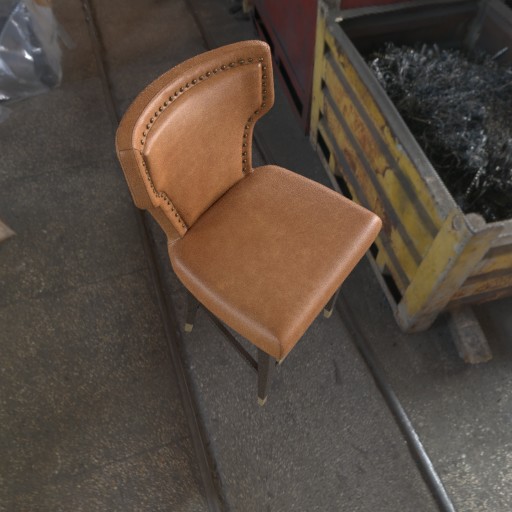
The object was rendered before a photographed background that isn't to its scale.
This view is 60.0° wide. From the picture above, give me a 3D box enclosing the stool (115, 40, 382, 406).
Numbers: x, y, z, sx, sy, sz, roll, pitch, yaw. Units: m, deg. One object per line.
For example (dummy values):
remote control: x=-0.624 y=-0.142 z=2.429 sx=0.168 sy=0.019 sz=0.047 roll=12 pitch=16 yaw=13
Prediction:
stool: x=0.000 y=0.000 z=1.405 sx=0.563 sy=1.092 sz=0.526 roll=33 pitch=63 yaw=20
